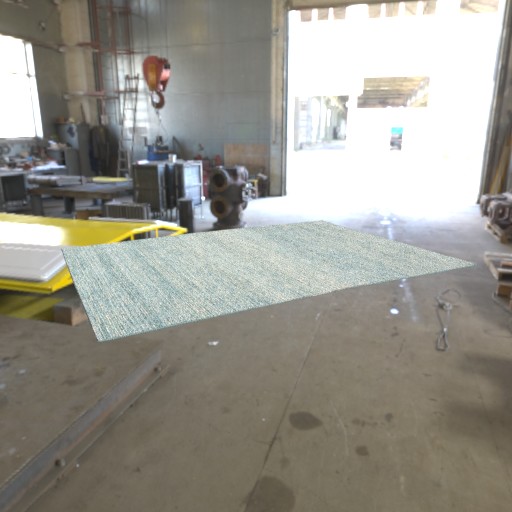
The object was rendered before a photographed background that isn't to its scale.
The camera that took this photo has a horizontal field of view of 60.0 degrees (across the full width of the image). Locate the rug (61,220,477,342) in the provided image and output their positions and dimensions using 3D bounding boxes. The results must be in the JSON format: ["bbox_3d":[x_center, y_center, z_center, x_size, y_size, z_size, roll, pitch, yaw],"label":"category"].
[{"bbox_3d":[0.000,0.000,2.932,2.260,0.026,1.611,-8,18,-26],"label":"rug"}]
